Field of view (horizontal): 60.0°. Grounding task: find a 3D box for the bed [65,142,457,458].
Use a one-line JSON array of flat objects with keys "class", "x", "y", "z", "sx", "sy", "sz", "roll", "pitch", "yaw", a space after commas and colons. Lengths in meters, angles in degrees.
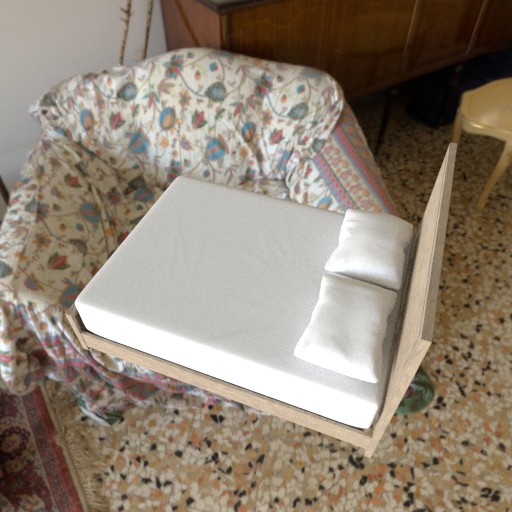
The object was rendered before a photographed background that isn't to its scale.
[{"class": "bed", "x": 0.000, "y": 0.000, "z": 3.135, "sx": 2.189, "sy": 1.369, "sz": 1.606, "roll": 16, "pitch": 49, "yaw": 14}]
